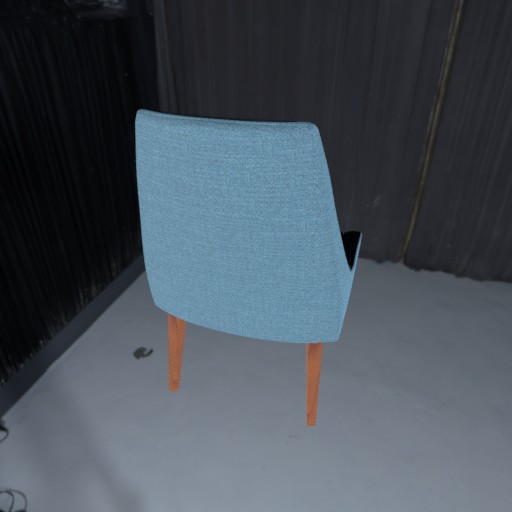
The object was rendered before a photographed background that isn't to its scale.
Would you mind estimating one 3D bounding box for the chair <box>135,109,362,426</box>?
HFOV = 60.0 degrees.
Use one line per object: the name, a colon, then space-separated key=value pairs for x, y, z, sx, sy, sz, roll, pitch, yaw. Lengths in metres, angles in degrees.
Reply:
chair: x=0.000 y=0.000 z=1.212 sx=0.529 sy=0.861 sz=0.544 roll=9 pitch=33 yaw=14
